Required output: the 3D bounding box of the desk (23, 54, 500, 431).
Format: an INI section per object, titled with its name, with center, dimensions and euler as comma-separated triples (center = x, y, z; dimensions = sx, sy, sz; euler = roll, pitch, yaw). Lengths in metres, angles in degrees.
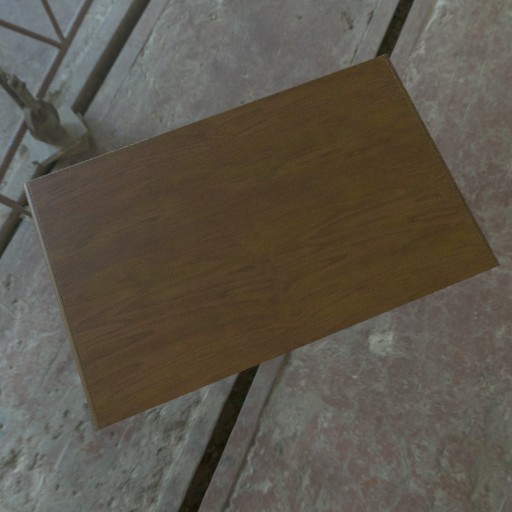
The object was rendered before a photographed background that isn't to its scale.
[desk]
center = 0.000, 0.000, 1.500
dimensions = 1.066, 0.754, 0.660
euler = -21, 78, -5
